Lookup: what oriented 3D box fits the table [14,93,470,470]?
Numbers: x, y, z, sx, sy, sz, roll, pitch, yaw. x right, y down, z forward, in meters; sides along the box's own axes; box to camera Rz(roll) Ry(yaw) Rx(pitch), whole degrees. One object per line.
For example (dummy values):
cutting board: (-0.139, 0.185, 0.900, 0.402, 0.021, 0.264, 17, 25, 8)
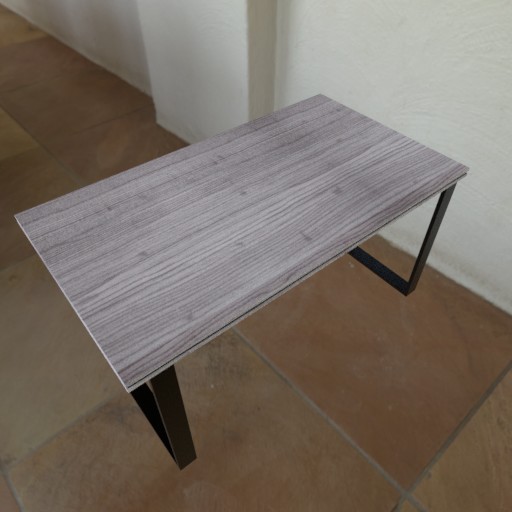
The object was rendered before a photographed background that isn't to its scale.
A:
table: (0.000, 0.000, 2.001, 1.579, 0.736, 0.881, -30, 52, -26)
